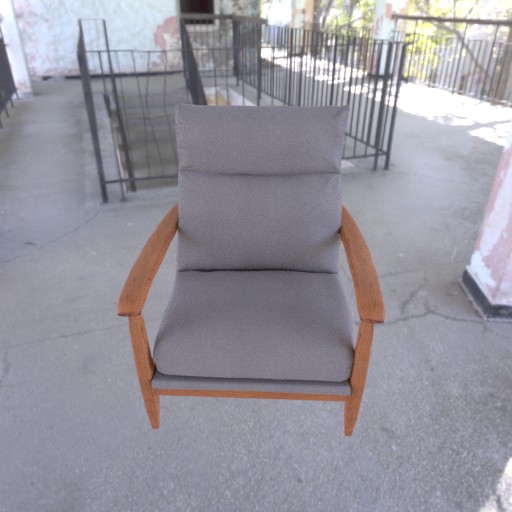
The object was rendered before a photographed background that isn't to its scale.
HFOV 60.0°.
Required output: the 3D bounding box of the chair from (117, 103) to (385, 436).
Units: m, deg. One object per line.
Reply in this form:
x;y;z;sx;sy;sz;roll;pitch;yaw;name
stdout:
0.000;0.000;1.563;0.782;0.922;0.816;1;30;2;chair
